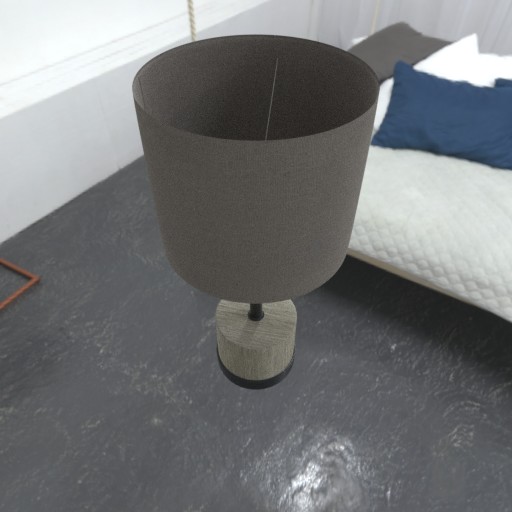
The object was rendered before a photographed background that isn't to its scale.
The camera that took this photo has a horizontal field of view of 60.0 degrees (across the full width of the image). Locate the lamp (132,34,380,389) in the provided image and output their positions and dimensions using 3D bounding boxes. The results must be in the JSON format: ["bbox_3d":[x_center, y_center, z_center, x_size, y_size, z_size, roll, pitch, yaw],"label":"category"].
[{"bbox_3d":[0.000,0.000,0.579,0.229,0.470,0.229,9,46,9],"label":"lamp"}]
